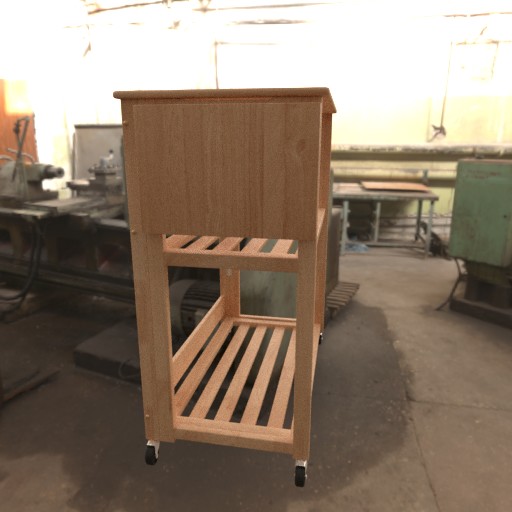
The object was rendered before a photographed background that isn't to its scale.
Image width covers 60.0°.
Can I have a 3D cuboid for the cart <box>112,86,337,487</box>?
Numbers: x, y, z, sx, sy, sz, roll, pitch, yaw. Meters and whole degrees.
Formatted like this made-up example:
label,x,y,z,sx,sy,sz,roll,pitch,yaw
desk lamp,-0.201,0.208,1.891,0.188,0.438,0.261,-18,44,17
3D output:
label,x,y,z,sx,sy,sz,roll,pitch,yaw
cart,0.000,0.000,1.345,0.432,0.879,0.853,3,16,11
